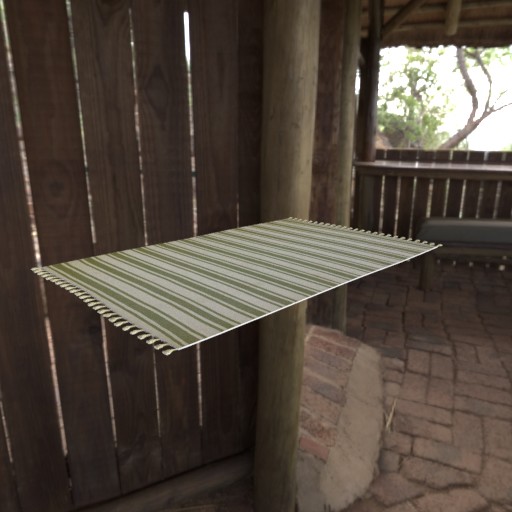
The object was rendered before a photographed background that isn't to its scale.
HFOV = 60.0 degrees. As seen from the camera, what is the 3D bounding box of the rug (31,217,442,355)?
[{"bbox_3d":[0.000,0.000,2.325,1.875,0.013,1.162,-15,22,-42],"label":"rug"}]
